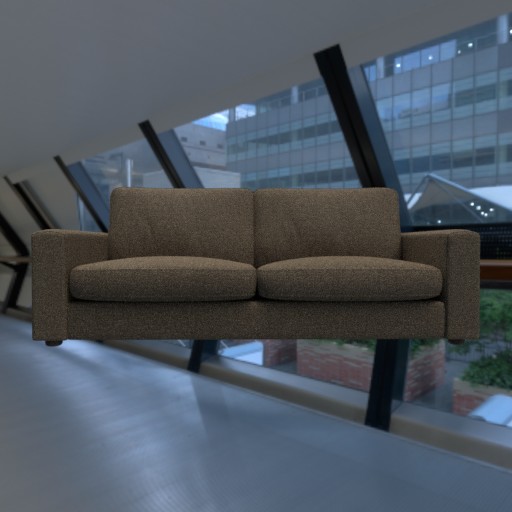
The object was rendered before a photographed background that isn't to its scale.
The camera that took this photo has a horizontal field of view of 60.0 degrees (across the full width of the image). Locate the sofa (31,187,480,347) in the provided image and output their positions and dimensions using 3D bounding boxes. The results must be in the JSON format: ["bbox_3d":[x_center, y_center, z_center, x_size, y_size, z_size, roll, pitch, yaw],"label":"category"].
[{"bbox_3d":[0.000,0.000,2.600,2.179,0.873,1.016,0,1,-1],"label":"sofa"}]
